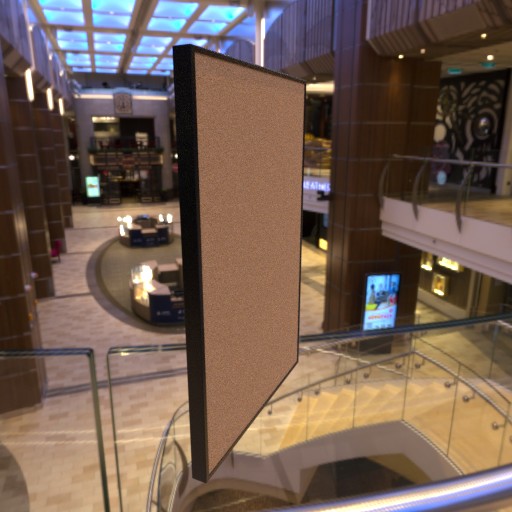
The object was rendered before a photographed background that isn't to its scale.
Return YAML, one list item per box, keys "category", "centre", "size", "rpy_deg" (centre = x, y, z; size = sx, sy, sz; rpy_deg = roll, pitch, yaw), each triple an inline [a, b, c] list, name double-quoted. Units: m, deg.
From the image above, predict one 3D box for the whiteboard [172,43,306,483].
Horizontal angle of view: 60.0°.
- category: "whiteboard"
  centre: [0.000, 0.000, 0.771]
  size: [0.026, 0.611, 0.406]
  rpy_deg: [7, 17, 24]
